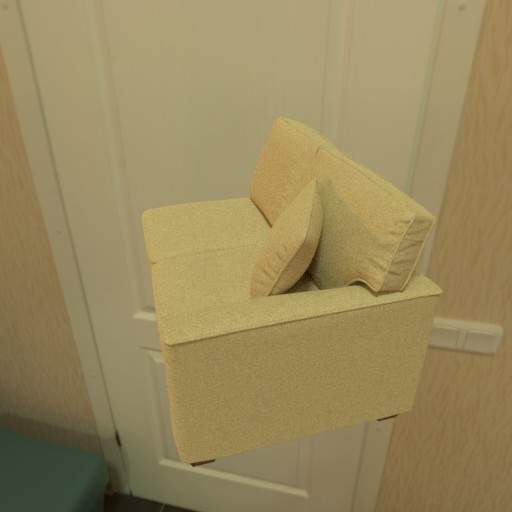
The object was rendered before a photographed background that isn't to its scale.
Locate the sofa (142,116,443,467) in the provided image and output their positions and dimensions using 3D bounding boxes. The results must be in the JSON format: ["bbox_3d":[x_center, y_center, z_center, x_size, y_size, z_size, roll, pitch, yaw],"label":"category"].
[{"bbox_3d":[0.000,0.000,2.078,0.991,0.989,1.388,-8,30,-14],"label":"sofa"}]
